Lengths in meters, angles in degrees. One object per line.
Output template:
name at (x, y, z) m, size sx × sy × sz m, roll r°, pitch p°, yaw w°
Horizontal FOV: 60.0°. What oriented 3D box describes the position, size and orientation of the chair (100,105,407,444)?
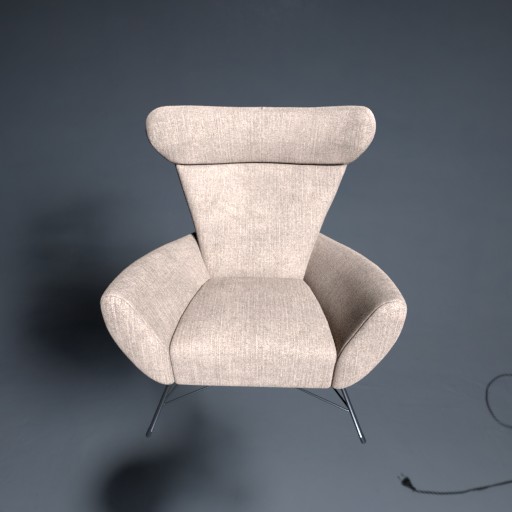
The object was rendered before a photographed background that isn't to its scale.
chair at (0.000, 0.000, 1.748) m, size 0.980 × 1.040 × 0.900 m, roll 1°, pitch 30°, yaw 2°
